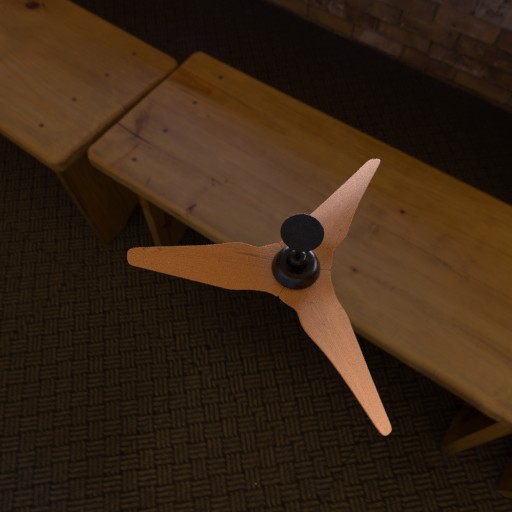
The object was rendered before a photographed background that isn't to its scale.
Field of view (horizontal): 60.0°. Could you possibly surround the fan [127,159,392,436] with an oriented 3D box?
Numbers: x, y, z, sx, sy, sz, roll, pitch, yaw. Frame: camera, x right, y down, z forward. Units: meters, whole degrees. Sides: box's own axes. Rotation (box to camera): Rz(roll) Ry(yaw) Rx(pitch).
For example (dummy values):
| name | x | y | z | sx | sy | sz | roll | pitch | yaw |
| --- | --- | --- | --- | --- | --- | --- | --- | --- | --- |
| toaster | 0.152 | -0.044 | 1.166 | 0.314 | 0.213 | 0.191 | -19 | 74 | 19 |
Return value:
| name | x | y | z | sx | sy | sz | roll | pitch | yaw |
| --- | --- | --- | --- | --- | --- | --- | --- | --- | --- |
| fan | 0.000 | 0.000 | 1.611 | 1.010 | 0.355 | 1.142 | 3 | 63 | 2 |
